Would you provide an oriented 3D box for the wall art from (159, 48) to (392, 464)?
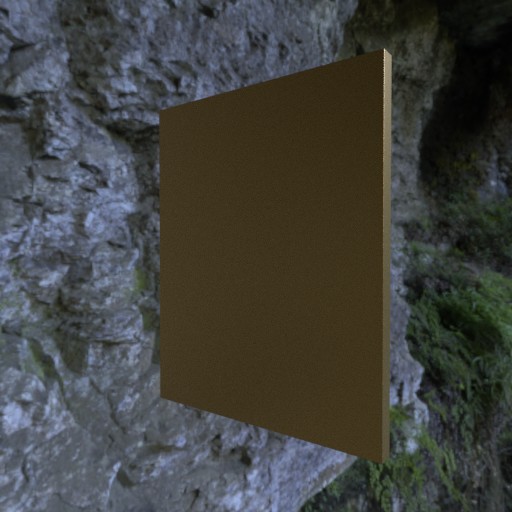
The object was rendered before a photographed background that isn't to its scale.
[{"bbox_3d":[0.000,0.000,1.009,0.610,0.762,0.038,1,1,37],"label":"wall art"}]
